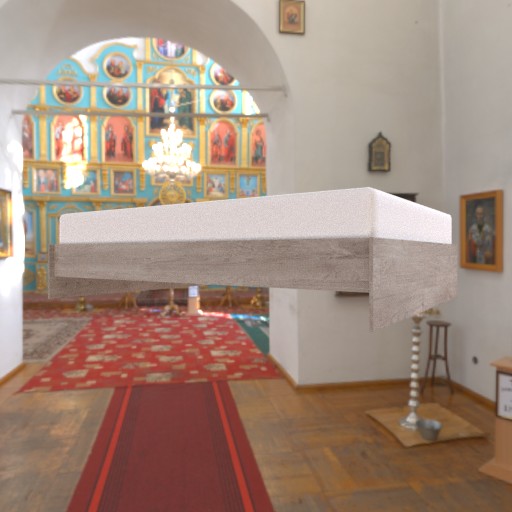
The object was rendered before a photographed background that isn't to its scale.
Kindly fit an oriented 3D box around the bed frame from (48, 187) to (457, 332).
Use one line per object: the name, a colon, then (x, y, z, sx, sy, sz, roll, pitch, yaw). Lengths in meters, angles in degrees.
bed frame: (0.000, 0.000, 2.624, 1.945, 0.497, 1.445, 0, 0, 35)
